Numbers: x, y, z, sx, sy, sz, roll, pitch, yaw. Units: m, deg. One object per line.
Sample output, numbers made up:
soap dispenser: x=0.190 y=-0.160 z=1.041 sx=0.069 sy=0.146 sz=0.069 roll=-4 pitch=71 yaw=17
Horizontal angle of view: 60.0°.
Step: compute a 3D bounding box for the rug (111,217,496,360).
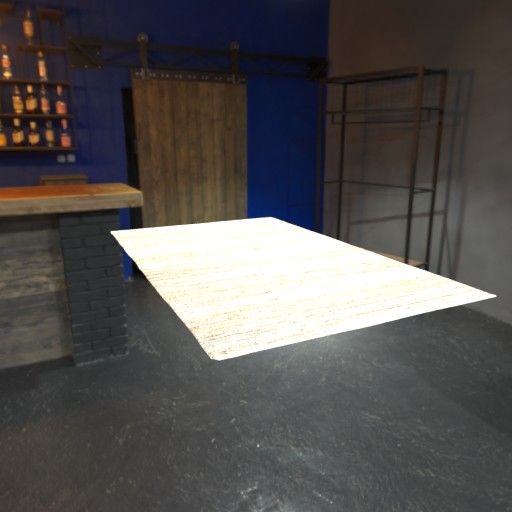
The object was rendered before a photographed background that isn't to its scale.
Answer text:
rug: x=0.000 y=0.000 z=2.978 sx=1.529 sy=0.009 sz=2.446 roll=-7 pitch=17 yaw=-25
